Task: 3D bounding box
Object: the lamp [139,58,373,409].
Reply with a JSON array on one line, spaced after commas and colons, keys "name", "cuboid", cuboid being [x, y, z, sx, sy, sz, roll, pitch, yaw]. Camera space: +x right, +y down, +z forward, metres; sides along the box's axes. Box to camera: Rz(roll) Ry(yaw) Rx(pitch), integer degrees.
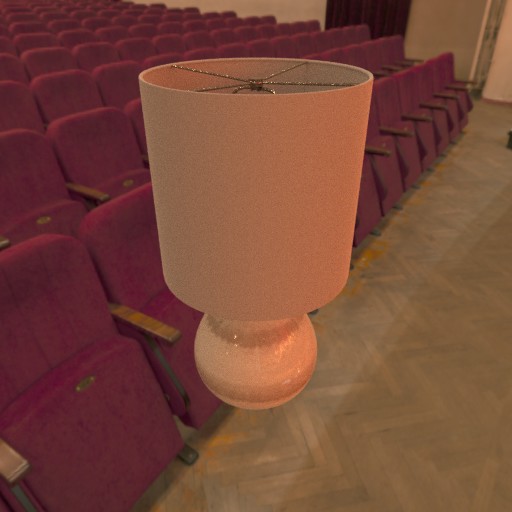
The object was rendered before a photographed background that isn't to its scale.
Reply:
[{"name": "lamp", "cuboid": [0.000, 0.000, 0.522, 0.217, 0.404, 0.217, 18, 35, 28]}]
